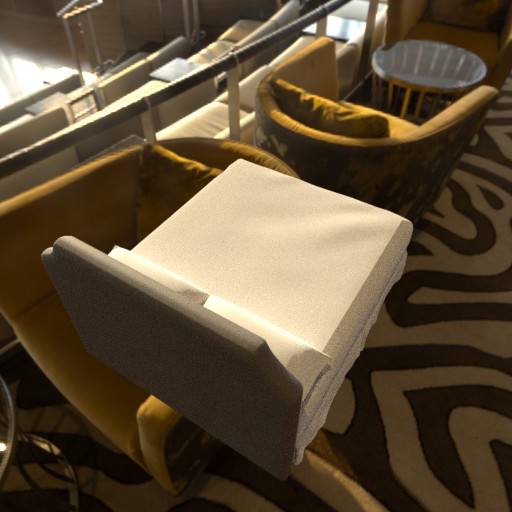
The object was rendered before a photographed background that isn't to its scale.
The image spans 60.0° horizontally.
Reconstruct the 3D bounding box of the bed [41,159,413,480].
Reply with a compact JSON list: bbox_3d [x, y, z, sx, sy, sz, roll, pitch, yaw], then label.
[{"bbox_3d":[0.000,0.000,3.888,2.194,1.561,2.536,25,51,22],"label":"bed"}]
